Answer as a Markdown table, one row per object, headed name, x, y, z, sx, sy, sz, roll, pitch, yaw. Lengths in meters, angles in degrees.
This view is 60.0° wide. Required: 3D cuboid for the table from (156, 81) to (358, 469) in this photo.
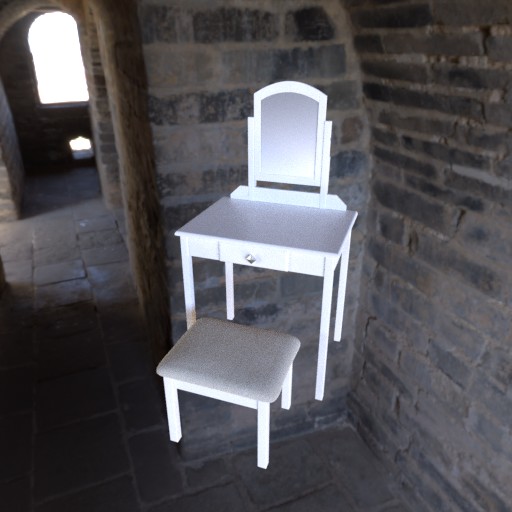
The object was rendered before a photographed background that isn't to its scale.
| name | x | y | z | sx | sy | sz | roll | pitch | yaw |
| --- | --- | --- | --- | --- | --- | --- | --- | --- | --- |
| table | 0.000 | 0.000 | 2.315 | 0.876 | 1.631 | 1.211 | 9 | 27 | 17 |
